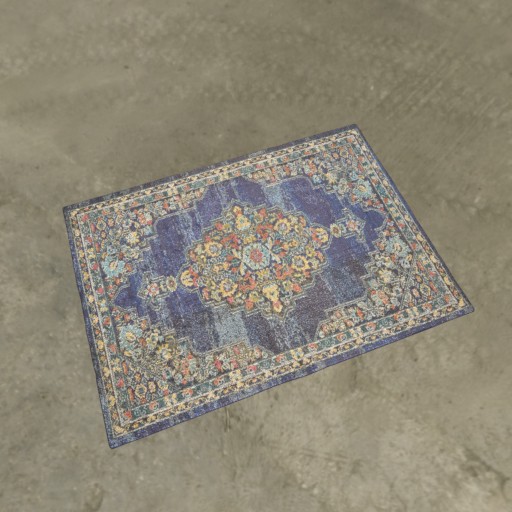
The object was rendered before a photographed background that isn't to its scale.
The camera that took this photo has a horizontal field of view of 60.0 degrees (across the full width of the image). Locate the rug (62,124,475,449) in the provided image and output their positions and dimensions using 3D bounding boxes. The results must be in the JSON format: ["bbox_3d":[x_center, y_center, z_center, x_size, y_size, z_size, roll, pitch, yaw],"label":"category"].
[{"bbox_3d":[0.000,0.000,2.852,2.232,0.009,1.630,-18,64,-9],"label":"rug"}]
